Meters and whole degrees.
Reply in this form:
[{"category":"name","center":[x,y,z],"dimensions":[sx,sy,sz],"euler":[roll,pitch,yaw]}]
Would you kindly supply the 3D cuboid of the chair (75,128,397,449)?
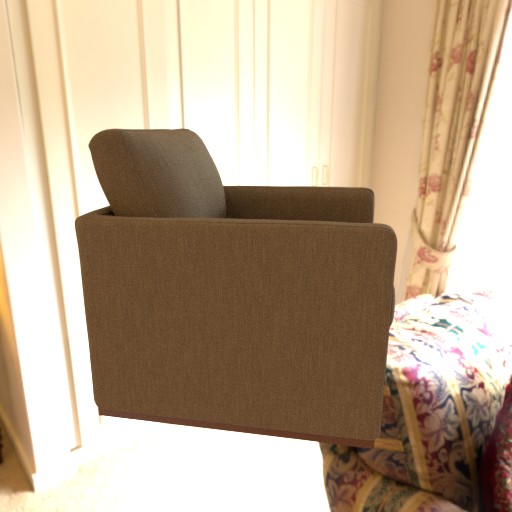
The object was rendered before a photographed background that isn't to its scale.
[{"category":"chair","center":[0.000,0.000,1.462],"dimensions":[0.834,0.811,0.763],"euler":[3,16,10]}]
